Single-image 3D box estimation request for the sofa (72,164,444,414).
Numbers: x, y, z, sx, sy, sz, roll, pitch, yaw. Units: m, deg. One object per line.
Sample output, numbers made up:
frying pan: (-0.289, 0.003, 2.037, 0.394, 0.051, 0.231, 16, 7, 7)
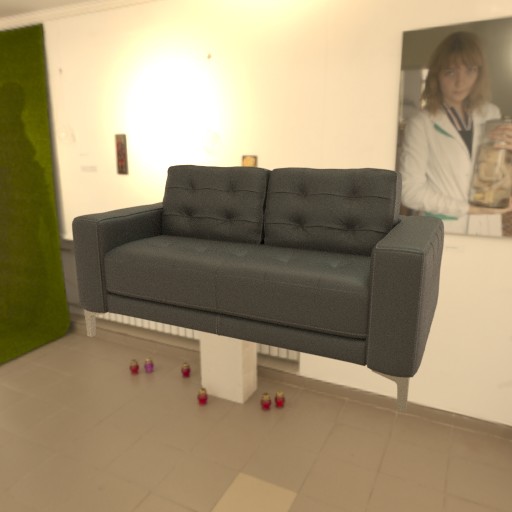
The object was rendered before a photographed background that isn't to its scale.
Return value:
sofa: (0.000, 0.000, 2.268, 1.726, 0.893, 0.833, 7, 15, 25)
